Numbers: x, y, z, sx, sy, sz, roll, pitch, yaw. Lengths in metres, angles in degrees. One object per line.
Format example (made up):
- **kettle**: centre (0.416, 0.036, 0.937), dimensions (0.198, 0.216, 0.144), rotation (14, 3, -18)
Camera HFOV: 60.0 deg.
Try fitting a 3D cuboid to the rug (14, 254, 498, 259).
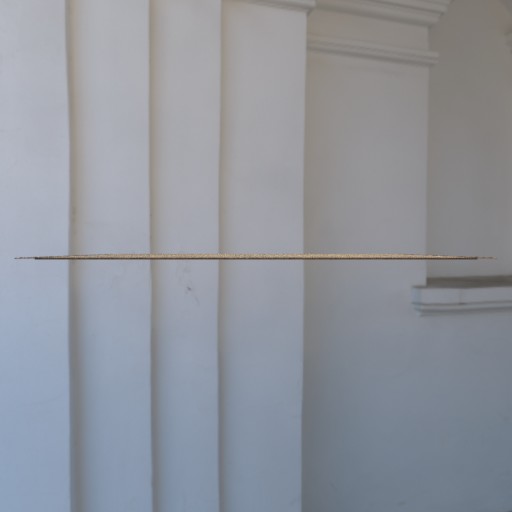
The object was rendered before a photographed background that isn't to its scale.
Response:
- **rug**: centre (0.000, 0.000, 2.986), dimensions (2.434, 0.010, 1.516), rotation (0, 1, 0)
